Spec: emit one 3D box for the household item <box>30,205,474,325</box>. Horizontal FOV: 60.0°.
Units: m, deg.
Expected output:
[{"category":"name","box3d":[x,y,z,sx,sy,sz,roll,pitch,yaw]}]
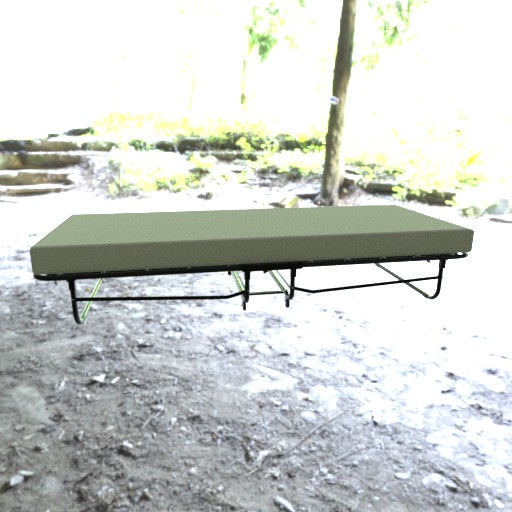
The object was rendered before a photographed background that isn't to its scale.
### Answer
[{"category":"household item","box3d":[0.000,0.000,2.206,1.905,0.356,0.787,-3,16,-10]}]
